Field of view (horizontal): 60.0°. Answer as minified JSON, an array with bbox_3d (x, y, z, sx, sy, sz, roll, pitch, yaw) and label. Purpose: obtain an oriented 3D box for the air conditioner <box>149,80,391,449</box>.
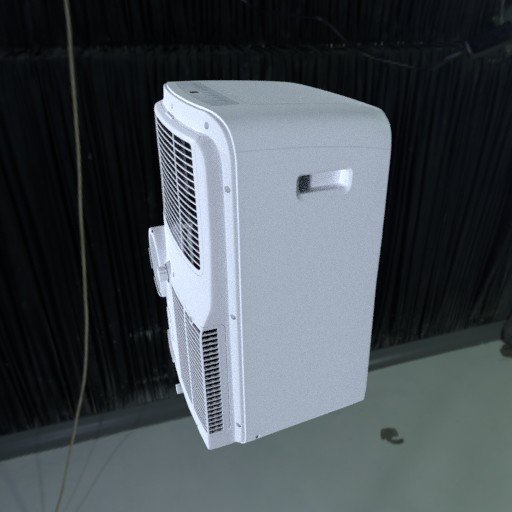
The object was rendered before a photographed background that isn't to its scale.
[{"bbox_3d":[0.000,0.000,1.070,0.467,0.765,0.478,-10,31,-18],"label":"air conditioner"}]
